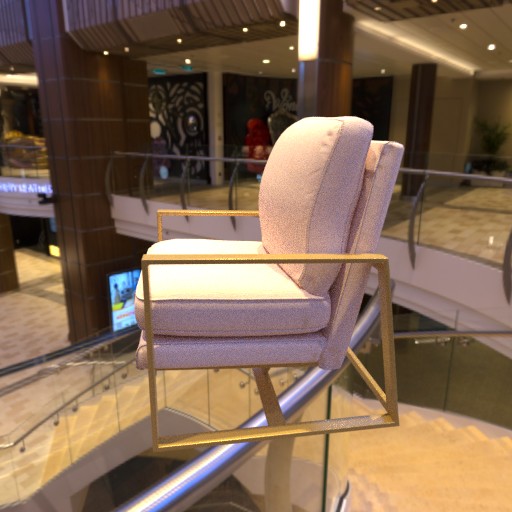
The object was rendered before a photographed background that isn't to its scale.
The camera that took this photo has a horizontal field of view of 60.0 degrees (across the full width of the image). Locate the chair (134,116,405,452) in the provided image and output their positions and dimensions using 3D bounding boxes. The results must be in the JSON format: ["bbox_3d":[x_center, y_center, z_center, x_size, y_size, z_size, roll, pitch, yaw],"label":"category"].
[{"bbox_3d":[0.000,0.000,1.585,0.813,0.956,0.758,-2,16,-8],"label":"chair"}]
